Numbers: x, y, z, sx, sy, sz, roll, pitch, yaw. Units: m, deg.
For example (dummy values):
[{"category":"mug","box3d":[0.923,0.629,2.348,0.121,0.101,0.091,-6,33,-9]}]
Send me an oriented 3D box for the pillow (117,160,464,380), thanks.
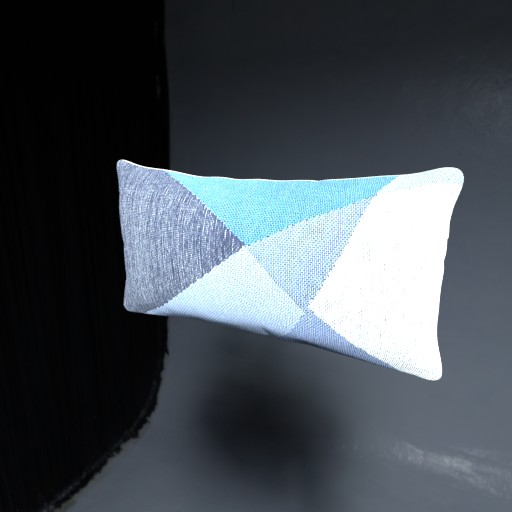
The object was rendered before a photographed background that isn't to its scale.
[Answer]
[{"category":"pillow","box3d":[0.000,0.000,0.739,0.604,0.307,0.148,8,17,26]}]
